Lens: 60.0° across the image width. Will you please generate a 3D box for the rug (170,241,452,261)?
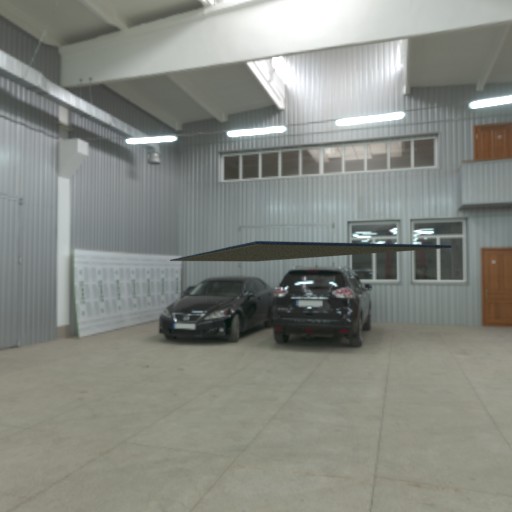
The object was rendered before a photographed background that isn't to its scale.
[{"bbox_3d":[0.000,0.000,2.695,0.769,0.012,2.448,1,-2,-17],"label":"rug"}]
